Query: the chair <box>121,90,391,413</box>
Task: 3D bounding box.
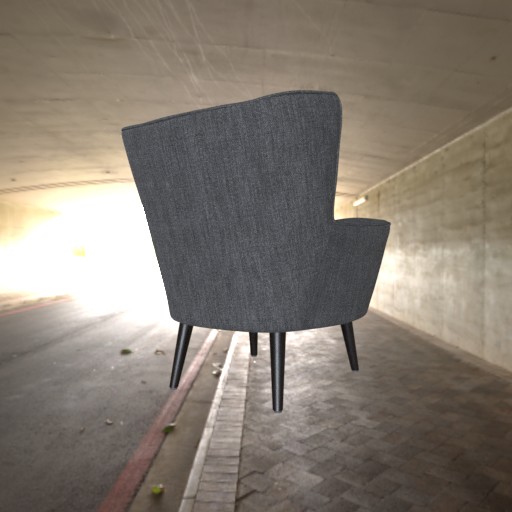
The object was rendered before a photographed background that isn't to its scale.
[{"bbox_3d":[0.000,0.000,1.613,0.781,0.933,0.888,0,0,33],"label":"chair"}]
